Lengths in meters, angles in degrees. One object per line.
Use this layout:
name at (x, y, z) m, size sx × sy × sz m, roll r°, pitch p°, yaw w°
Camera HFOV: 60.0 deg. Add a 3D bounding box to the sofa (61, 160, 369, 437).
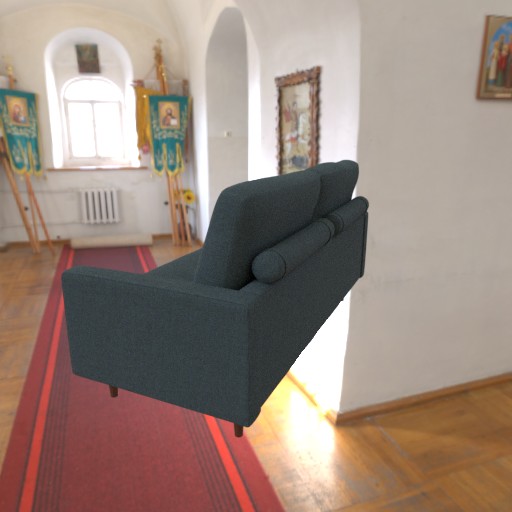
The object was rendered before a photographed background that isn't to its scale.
sofa at (0.000, 0.000, 2.593) m, size 0.966 × 1.050 × 2.010 m, roll 7°, pitch 17°, yaw 24°
